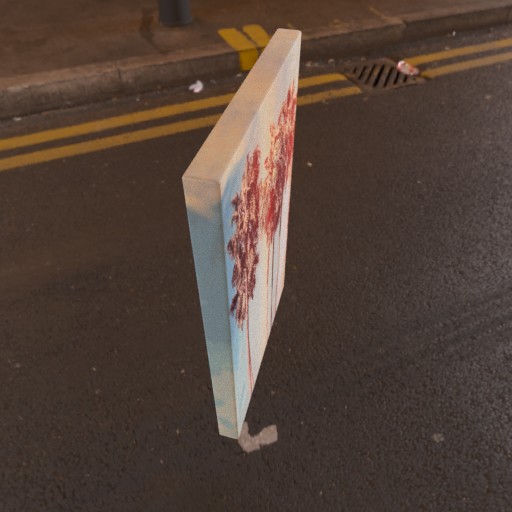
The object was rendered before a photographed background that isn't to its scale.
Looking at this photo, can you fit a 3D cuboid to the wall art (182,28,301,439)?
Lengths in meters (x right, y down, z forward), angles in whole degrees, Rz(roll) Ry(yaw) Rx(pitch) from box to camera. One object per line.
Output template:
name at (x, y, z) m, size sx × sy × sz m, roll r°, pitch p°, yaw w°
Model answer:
wall art at (0.000, 0.000, 0.770) m, size 0.038 × 0.610 × 0.401 m, roll 11°, pitch 47°, yaw 10°
